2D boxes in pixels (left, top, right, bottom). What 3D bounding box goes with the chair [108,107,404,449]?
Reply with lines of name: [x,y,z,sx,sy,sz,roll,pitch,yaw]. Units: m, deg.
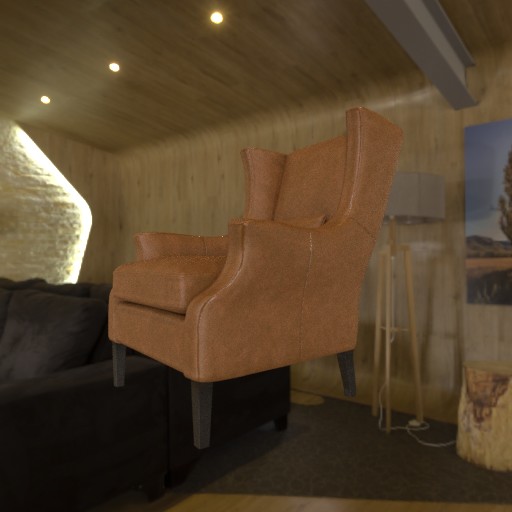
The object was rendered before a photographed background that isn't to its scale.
chair: [0.000,0.000,1.695,0.925,1.016,0.852,0,-1,-35]
